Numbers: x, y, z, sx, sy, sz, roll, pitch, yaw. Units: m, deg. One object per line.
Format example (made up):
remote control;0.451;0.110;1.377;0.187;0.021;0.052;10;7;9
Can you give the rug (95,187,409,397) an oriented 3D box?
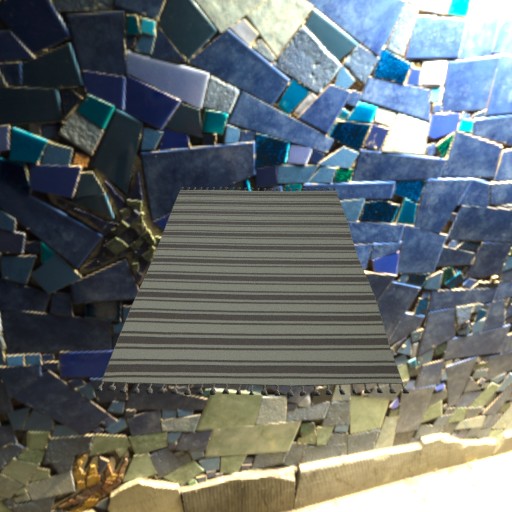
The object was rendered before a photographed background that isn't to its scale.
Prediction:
rug;0.000;0.000;2.611;1.229;0.011;2.096;0;31;1
